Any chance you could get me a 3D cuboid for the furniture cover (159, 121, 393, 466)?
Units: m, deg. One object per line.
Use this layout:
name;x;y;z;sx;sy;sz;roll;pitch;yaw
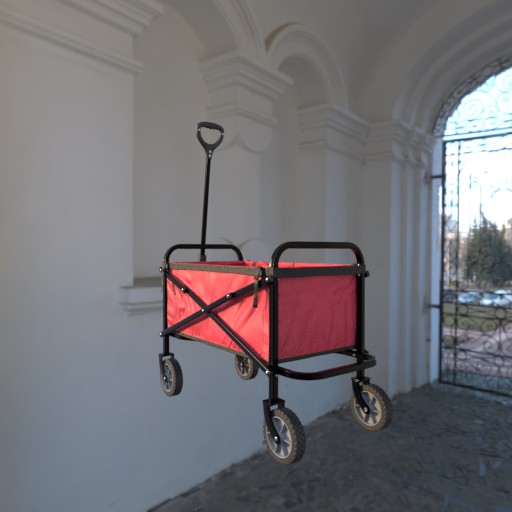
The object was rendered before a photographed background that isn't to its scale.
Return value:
furniture cover;0.000;0.000;1.873;0.532;1.295;1.038;-1;1;-37
